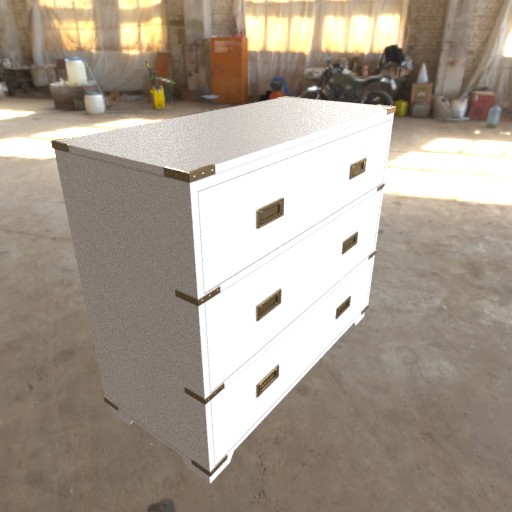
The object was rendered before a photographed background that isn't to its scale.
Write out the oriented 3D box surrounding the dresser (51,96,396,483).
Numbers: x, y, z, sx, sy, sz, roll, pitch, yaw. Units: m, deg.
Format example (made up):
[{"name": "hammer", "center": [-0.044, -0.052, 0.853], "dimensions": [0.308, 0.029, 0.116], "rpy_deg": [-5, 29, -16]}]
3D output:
[{"name": "dresser", "center": [0.000, 0.000, 1.500], "dimensions": [0.460, 0.891, 1.022], "rpy_deg": [19, 32, 32]}]
